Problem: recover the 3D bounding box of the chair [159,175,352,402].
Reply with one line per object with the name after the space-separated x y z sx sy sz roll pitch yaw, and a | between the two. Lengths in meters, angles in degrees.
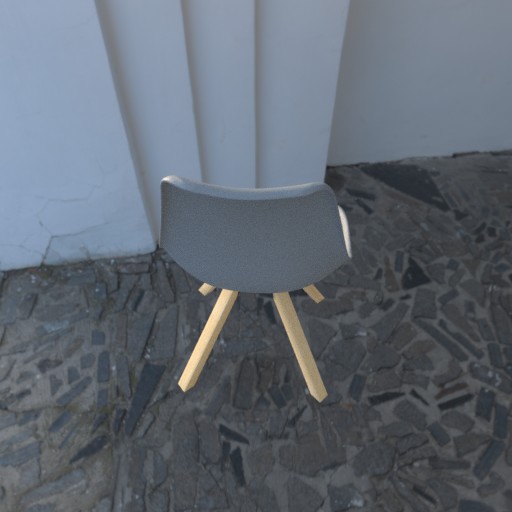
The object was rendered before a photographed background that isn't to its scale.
0.000 0.000 1.178 0.485 0.850 0.549 3 46 3 | chair
